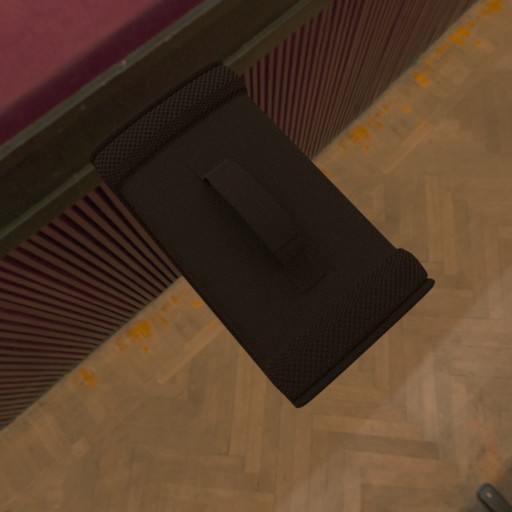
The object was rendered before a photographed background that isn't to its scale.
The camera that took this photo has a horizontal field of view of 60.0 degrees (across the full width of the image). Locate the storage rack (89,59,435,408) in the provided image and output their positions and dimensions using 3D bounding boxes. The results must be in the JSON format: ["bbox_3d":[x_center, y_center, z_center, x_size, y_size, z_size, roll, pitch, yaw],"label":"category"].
[{"bbox_3d":[0.000,0.000,0.544,0.168,0.387,0.297,-40,80,-9],"label":"storage rack"}]
